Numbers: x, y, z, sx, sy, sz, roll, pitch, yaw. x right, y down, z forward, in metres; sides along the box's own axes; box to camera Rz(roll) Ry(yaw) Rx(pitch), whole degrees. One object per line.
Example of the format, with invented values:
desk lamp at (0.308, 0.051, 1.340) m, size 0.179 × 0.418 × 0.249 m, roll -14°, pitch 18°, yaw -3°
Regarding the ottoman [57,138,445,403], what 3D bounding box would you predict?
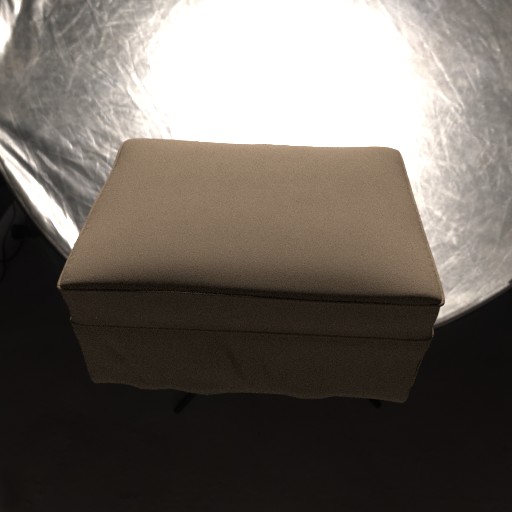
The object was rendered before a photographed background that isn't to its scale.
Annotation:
ottoman at (0.000, 0.000, 1.355) m, size 0.959 × 0.482 × 0.721 m, roll 2°, pitch 46°, yaw 2°
